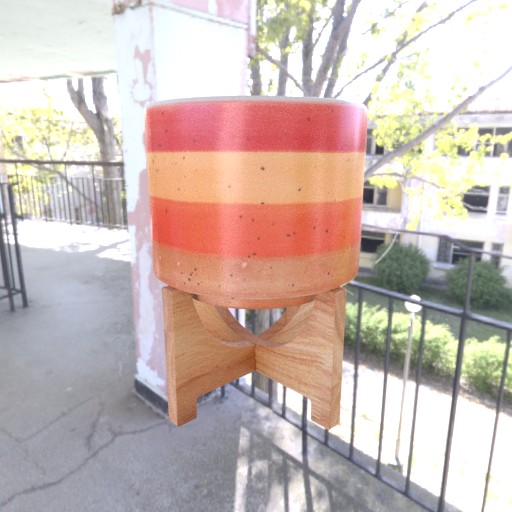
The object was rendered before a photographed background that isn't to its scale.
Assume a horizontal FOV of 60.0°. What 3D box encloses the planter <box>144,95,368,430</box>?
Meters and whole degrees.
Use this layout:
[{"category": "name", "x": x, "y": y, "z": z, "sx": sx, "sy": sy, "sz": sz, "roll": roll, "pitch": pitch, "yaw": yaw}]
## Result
[{"category": "planter", "x": 0.000, "y": 0.000, "z": 0.420, "sx": 0.199, "sy": 0.268, "sz": 0.199, "roll": 0, "pitch": 14, "yaw": 0}]
